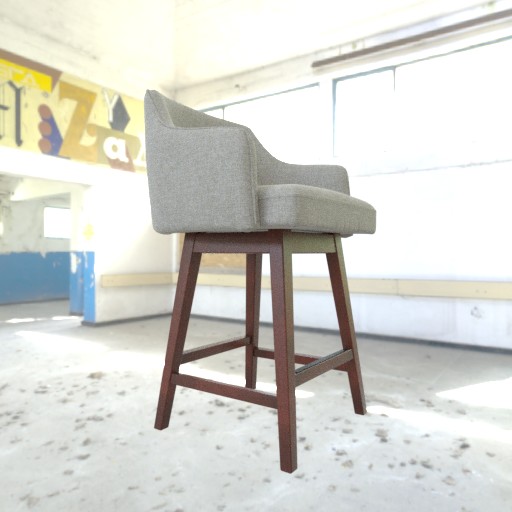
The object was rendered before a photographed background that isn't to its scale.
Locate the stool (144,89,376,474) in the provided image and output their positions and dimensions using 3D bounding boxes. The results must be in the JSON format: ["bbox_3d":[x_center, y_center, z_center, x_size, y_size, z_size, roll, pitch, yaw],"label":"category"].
[{"bbox_3d":[0.000,0.000,1.288,0.558,0.944,0.599,0,1,35],"label":"stool"}]
